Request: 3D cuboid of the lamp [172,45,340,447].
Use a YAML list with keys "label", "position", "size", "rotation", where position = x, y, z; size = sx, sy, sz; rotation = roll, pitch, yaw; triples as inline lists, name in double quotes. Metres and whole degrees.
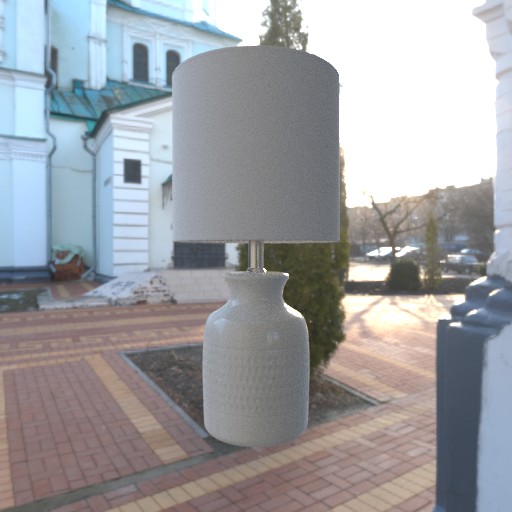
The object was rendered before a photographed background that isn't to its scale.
- label: "lamp"
  position: [0.000, 0.000, 0.506]
  size: [0.188, 0.392, 0.188]
  rotation: [0, 1, -18]
